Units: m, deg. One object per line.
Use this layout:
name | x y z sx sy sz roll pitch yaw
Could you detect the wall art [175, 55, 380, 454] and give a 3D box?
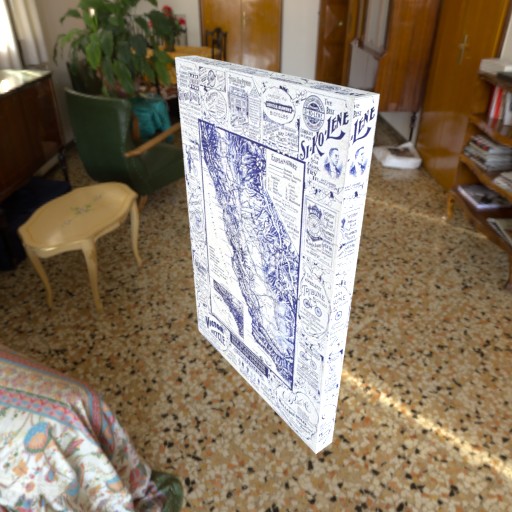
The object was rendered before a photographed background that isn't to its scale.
wall art | 0.000 0.000 0.773 0.040 0.601 0.408 -21 37 -31
